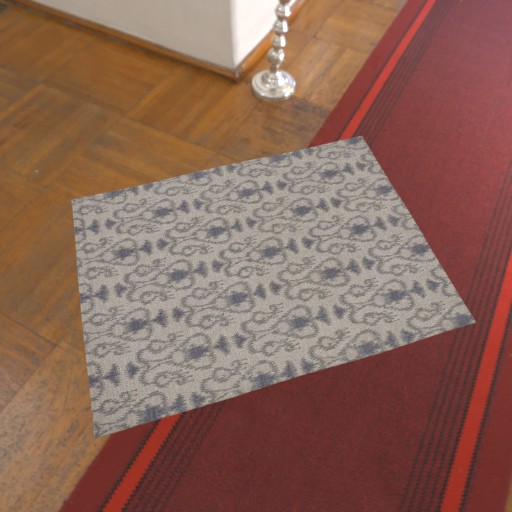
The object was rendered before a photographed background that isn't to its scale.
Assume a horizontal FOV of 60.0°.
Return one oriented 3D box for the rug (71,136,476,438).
[{"bbox_3d":[0.000,0.000,2.904,2.261,0.013,1.676,-14,59,-9],"label":"rug"}]
